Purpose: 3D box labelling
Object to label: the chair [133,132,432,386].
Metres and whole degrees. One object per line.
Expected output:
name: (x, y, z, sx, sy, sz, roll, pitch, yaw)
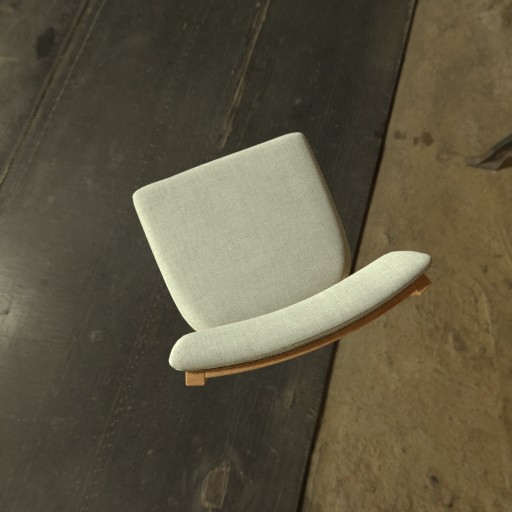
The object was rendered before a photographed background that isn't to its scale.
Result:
chair: (0.000, 0.000, 1.190, 0.508, 0.832, 0.572, -21, 76, -6)
